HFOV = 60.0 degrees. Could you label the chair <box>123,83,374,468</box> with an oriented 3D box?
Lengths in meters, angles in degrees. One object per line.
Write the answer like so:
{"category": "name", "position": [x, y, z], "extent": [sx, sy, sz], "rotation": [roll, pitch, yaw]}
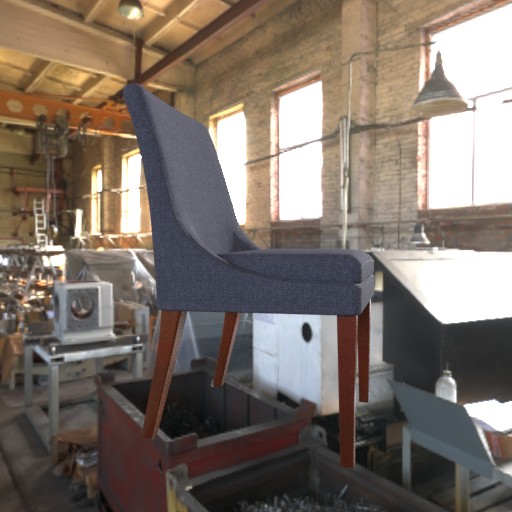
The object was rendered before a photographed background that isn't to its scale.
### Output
{"category": "chair", "position": [0.000, 0.000, 1.321], "extent": [0.655, 0.952, 0.508], "rotation": [0, 1, 18]}
